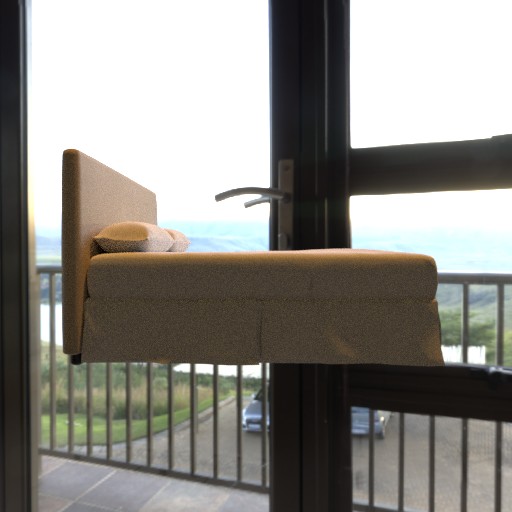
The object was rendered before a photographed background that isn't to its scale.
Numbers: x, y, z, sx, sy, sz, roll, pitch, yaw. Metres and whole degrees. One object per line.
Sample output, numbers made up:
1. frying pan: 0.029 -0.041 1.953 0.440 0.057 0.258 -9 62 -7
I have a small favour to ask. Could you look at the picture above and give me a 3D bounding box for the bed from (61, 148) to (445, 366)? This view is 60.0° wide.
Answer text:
1. bed: 0.000 0.000 3.638 2.319 1.317 2.119 0 1 0
